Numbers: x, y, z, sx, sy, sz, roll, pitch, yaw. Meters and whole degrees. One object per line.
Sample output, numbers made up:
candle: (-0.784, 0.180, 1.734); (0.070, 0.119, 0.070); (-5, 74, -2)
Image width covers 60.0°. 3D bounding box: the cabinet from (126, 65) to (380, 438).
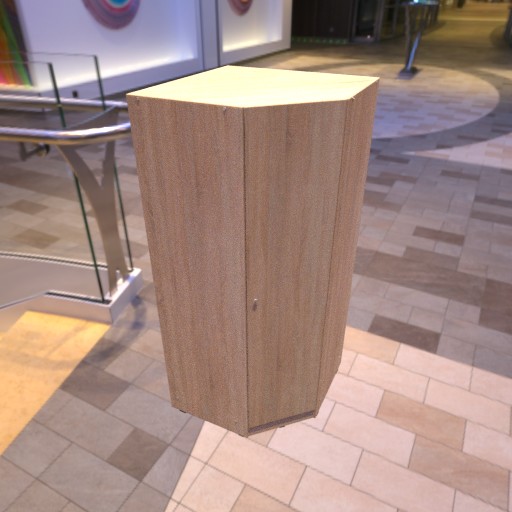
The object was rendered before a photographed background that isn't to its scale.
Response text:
cabinet: (0.000, 0.000, 2.846); (1.327, 2.120, 1.094); (-10, 33, -16)
